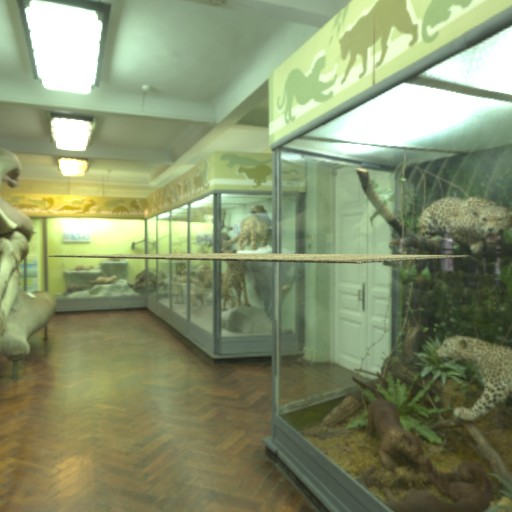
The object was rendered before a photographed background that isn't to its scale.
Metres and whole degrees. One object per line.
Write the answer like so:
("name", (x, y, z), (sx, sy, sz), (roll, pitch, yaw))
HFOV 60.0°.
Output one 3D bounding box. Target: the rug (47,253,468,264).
("rug", (0.000, 0.000, 4.269), (3.291, 0.017, 2.431), (1, 1, 38))
